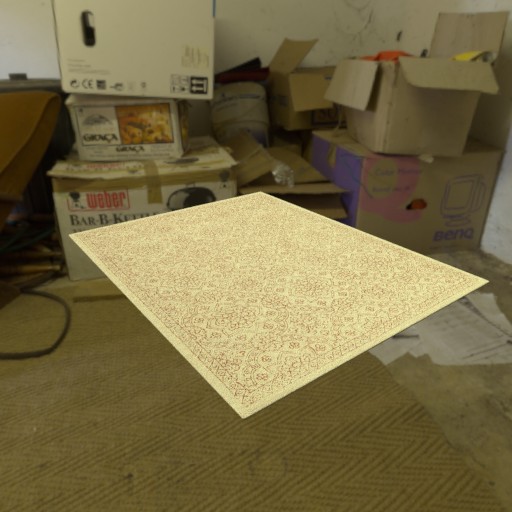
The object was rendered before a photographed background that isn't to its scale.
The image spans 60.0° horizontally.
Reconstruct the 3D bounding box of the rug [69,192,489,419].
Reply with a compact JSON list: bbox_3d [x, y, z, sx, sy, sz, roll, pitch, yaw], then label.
[{"bbox_3d":[0.000,0.000,4.024,2.441,0.015,3.050,-18,31,-33],"label":"rug"}]
